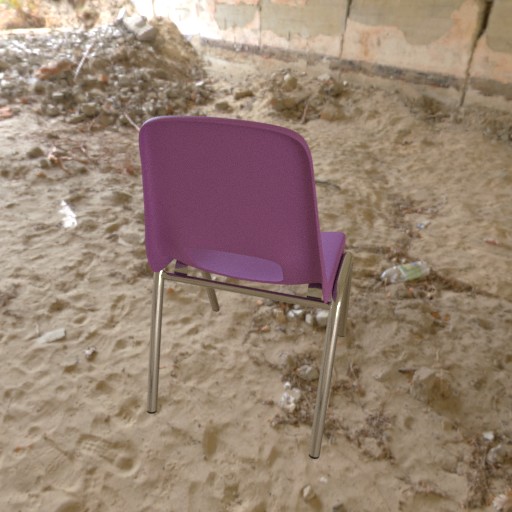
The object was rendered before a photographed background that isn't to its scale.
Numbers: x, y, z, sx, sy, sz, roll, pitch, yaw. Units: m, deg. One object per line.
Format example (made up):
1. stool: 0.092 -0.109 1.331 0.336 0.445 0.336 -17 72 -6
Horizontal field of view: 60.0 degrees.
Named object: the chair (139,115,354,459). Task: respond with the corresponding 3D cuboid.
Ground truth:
1. chair: 0.000 0.000 0.694 0.291 0.493 0.301 9 32 15
